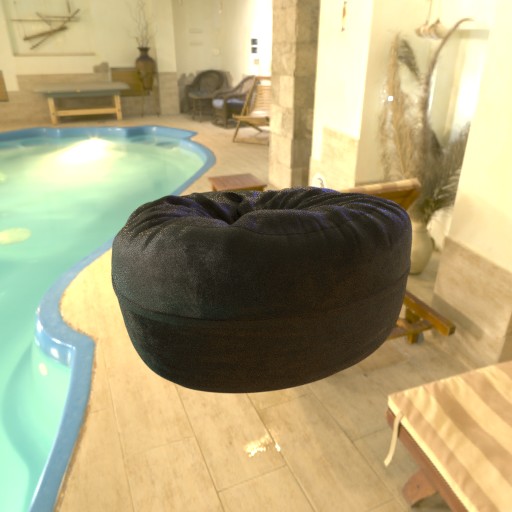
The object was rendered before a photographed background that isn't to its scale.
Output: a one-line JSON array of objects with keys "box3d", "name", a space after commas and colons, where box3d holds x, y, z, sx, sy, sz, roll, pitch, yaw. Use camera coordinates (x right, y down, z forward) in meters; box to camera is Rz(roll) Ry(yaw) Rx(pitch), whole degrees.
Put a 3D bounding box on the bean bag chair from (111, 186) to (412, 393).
[{"box3d": [0.000, 0.000, 2.452, 1.524, 0.878, 1.524, -8, 27, -16], "name": "bean bag chair"}]
